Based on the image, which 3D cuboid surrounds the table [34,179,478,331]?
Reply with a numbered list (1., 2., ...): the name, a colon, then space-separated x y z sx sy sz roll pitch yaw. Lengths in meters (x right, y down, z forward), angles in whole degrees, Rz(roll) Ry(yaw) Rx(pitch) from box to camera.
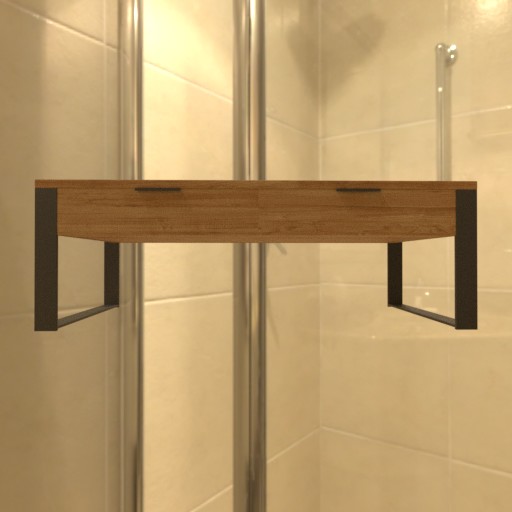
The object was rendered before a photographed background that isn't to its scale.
1. table: 0.000 0.000 1.465 1.180 0.400 0.590 0 0 -1
